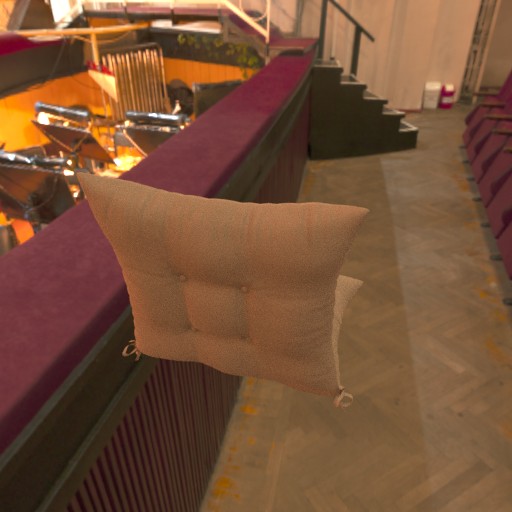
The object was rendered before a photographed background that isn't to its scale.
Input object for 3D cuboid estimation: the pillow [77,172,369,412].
[{"bbox_3d":[0.000,0.000,1.048,0.541,0.536,0.585,9,32,15],"label":"pillow"}]
